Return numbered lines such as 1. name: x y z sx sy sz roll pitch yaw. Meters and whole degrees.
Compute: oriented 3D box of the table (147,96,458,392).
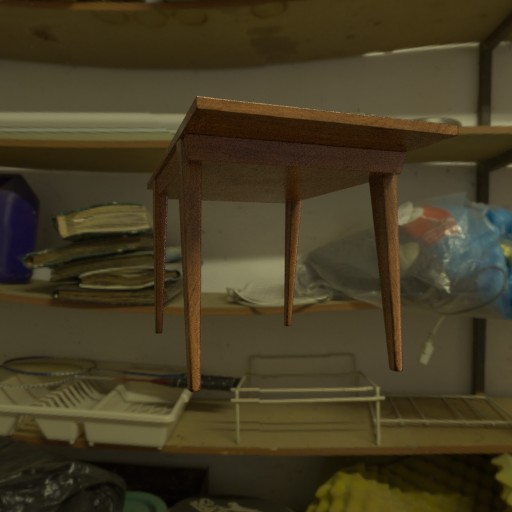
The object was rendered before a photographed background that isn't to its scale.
1. table: 0.000 0.000 1.818 0.757 0.760 1.400 0 0 -18
